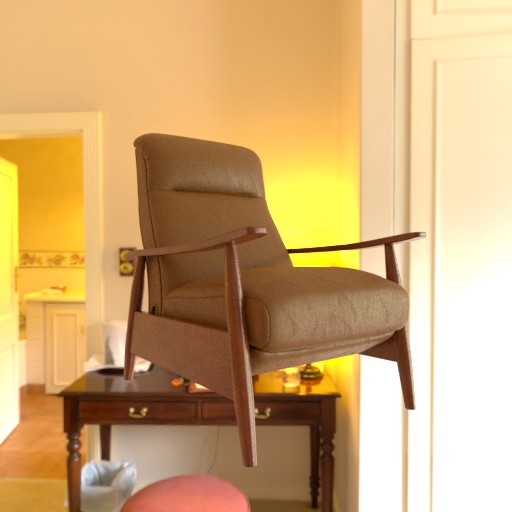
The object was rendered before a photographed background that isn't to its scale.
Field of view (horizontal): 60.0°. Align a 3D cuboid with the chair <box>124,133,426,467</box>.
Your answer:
[{"bbox_3d":[0.000,0.000,1.747,0.762,1.082,1.014,-1,1,-36],"label":"chair"}]
